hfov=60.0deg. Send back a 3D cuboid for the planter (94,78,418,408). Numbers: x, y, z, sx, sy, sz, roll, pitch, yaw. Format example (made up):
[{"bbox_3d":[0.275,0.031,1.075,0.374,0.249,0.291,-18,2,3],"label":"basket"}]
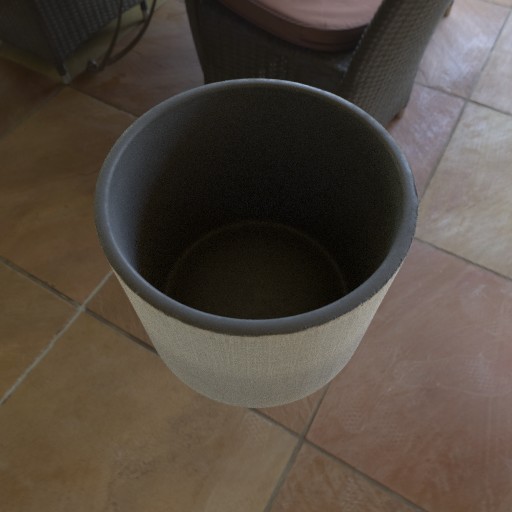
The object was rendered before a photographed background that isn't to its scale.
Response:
[{"bbox_3d":[0.000,0.000,0.391,0.226,0.201,0.226,0,59,0],"label":"planter"}]
